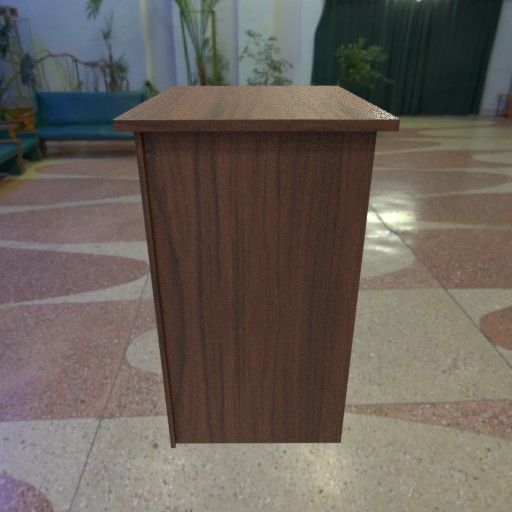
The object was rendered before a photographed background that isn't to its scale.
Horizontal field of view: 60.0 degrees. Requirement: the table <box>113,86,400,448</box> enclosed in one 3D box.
[{"bbox_3d":[0.000,0.000,0.941,0.381,0.636,0.480,0,26,0],"label":"table"}]
